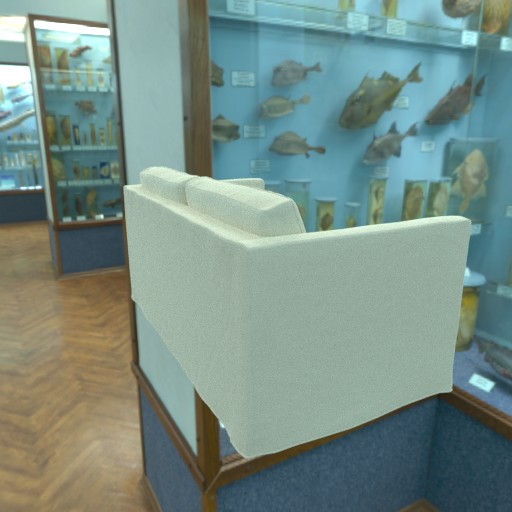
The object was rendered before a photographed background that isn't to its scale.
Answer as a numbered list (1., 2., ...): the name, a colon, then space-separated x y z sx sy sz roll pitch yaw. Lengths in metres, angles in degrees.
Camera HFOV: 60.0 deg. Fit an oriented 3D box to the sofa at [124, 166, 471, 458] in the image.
1. sofa: 0.000 0.000 2.242 0.962 0.834 1.746 -8 17 -26
